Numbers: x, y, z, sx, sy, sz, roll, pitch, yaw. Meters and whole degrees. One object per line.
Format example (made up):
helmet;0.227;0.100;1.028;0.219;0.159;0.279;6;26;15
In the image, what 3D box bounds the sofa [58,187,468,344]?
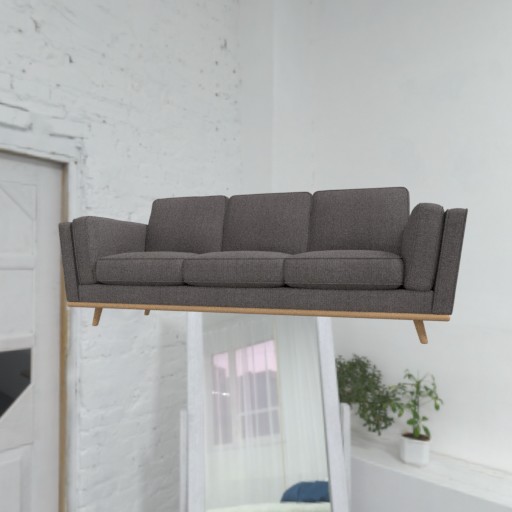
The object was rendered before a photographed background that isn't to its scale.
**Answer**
sofa;0.000;0.000;2.833;2.362;0.899;0.903;0;-1;18
